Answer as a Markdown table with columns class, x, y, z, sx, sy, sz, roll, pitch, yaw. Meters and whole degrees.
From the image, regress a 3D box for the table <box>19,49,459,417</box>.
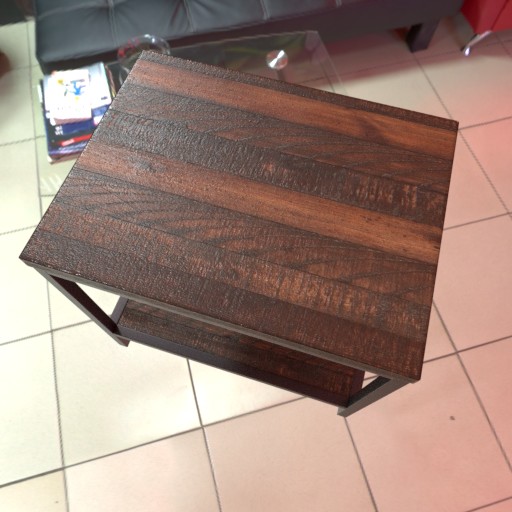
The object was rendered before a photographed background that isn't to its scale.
| class | x | y | z | sx | sy | sz | roll | pitch | yaw |
| --- | --- | --- | --- | --- | --- | --- | --- | --- | --- |
| table | 0.000 | 0.000 | 1.087 | 0.678 | 0.612 | 0.524 | 16 | 66 | 7 |
